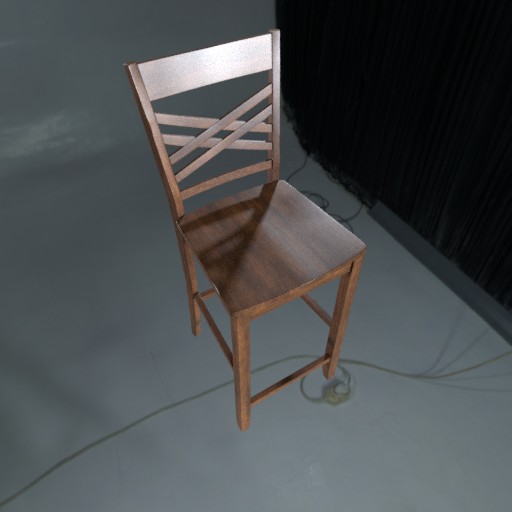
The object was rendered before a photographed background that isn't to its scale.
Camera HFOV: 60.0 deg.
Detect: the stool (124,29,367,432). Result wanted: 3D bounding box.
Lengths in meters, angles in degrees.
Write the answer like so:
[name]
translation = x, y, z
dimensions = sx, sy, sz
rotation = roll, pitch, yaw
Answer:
[stool]
translation = 0.000, 0.000, 1.353
dimensions = 0.426, 1.098, 0.504
rotation = -24, 51, -21
